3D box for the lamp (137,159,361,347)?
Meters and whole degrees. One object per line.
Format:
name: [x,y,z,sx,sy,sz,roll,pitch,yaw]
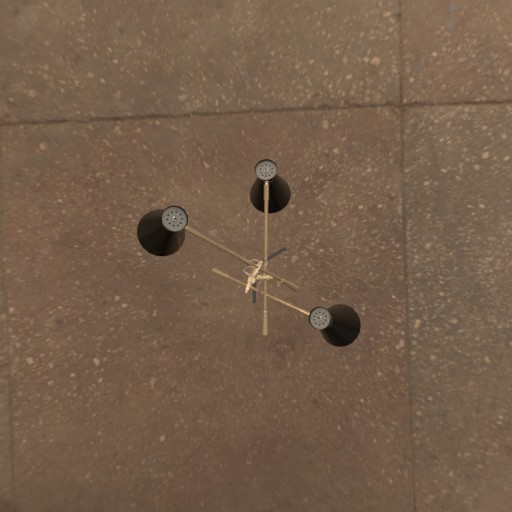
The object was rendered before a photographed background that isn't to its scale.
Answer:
lamp: [0.000,0.000,2.125,0.750,1.804,0.653,0,90,0]
